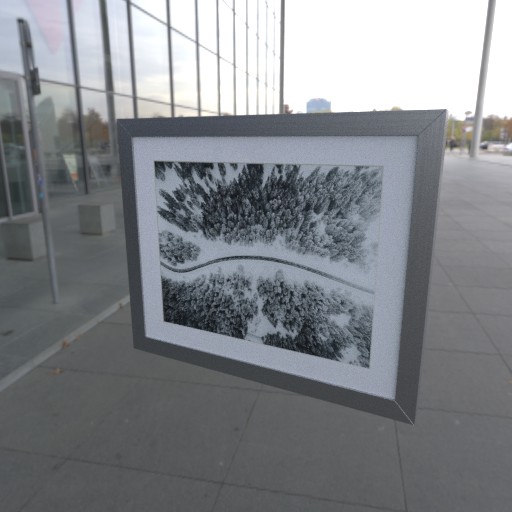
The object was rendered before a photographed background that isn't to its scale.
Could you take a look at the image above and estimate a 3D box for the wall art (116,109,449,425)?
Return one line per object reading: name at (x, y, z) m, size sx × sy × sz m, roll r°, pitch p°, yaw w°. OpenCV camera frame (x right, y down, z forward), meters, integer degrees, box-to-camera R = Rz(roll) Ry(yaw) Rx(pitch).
wall art at (0.000, 0.000, 0.752) m, size 0.557 × 0.456 × 0.032 m, roll 7°, pitch 16°, yaw 27°
